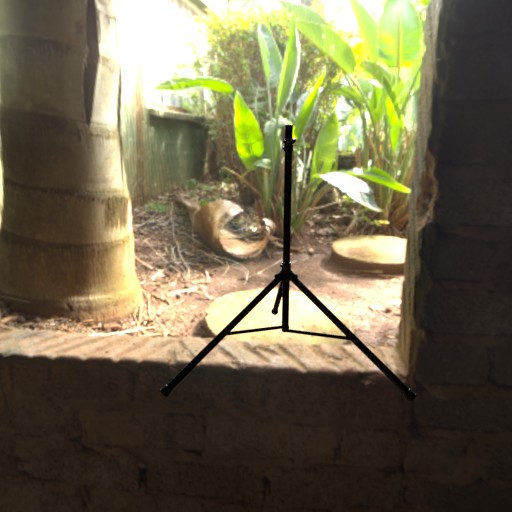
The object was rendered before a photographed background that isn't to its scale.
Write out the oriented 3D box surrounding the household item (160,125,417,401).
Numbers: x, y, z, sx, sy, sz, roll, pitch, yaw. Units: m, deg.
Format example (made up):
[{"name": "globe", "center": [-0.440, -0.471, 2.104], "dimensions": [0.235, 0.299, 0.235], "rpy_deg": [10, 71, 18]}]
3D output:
[{"name": "household item", "center": [0.000, 0.000, 2.802], "dimensions": [1.339, 1.595, 1.596], "rpy_deg": [-8, 17, -28]}]
